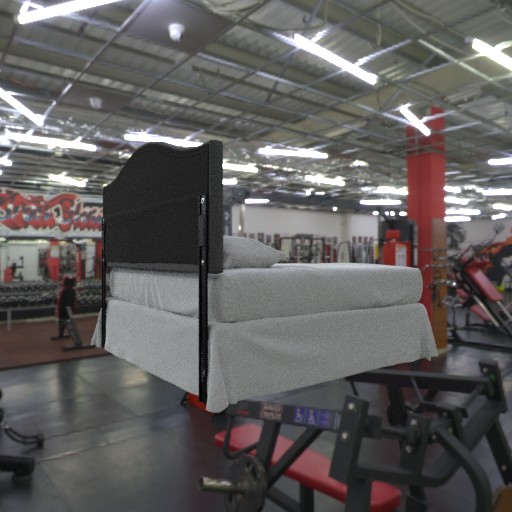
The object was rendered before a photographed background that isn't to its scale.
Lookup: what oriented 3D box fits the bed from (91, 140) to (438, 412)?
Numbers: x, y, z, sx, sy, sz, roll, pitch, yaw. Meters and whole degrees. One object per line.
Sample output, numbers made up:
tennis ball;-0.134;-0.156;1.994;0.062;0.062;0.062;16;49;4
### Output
bed;0.000;0.000;3.860;2.219;1.651;2.314;0;0;-36
